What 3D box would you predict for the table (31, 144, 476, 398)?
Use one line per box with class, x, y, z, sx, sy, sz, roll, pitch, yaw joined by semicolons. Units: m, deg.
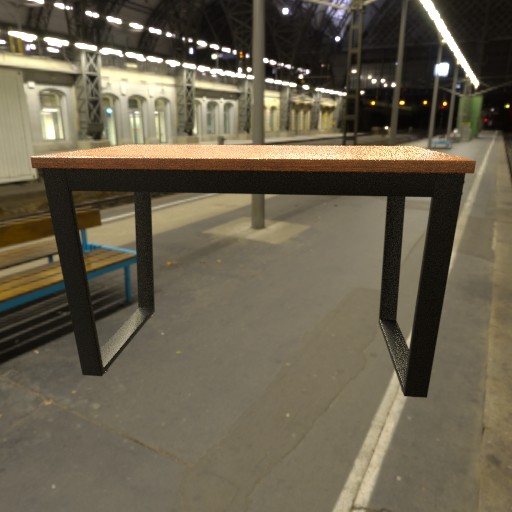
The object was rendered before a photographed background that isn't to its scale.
table;0.000;0.000;1.637;1.205;0.760;0.714;2;17;6
